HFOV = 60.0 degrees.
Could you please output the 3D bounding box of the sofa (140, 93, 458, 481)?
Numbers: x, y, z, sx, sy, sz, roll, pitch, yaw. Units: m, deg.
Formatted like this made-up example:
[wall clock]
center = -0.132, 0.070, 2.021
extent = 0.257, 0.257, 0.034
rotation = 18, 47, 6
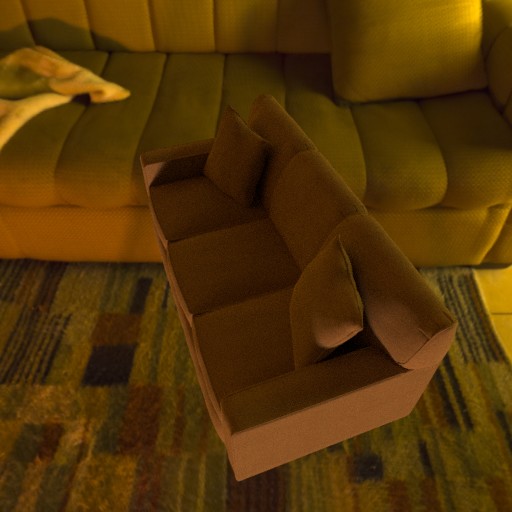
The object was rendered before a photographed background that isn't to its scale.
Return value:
[sofa]
center = 0.000, 0.000, 2.536
extent = 0.997, 0.958, 2.024
rotation = -15, 49, -14
